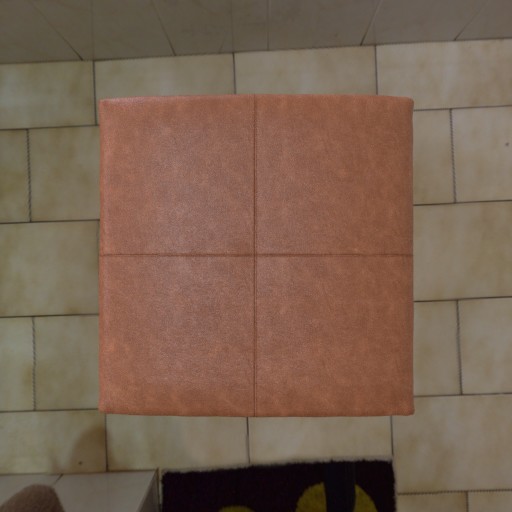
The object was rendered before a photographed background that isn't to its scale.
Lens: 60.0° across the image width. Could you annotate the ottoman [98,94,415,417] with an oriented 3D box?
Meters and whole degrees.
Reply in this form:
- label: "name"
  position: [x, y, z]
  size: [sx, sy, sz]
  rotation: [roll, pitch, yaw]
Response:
- label: "ottoman"
  position: [0.000, 0.000, 1.564]
  size: [1.013, 0.442, 1.016]
  rotation: [0, 89, 1]
